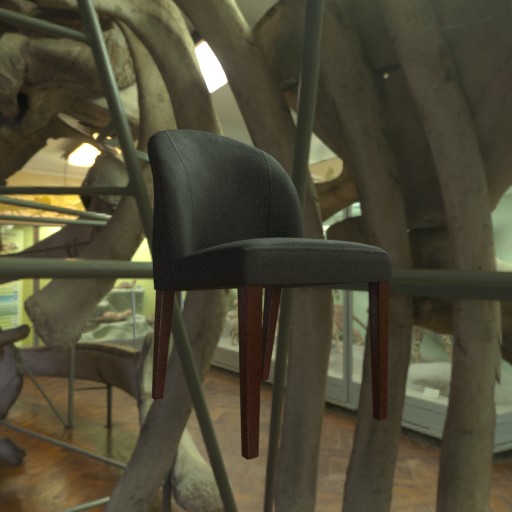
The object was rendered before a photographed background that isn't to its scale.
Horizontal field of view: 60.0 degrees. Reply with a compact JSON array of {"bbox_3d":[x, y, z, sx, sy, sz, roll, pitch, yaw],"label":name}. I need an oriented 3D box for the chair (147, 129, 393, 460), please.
[{"bbox_3d":[0.000,0.000,1.295,0.506,0.879,0.619,1,-2,-35],"label":"chair"}]
